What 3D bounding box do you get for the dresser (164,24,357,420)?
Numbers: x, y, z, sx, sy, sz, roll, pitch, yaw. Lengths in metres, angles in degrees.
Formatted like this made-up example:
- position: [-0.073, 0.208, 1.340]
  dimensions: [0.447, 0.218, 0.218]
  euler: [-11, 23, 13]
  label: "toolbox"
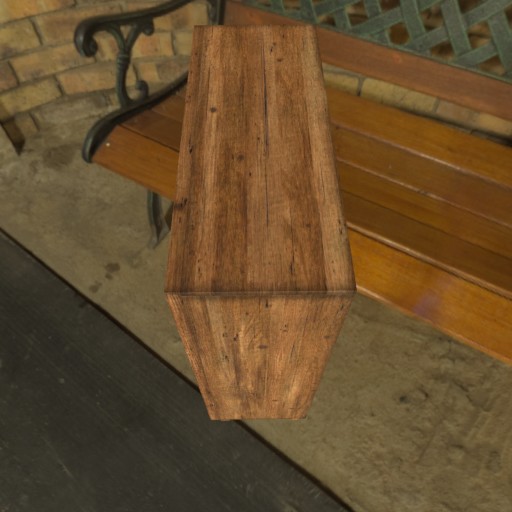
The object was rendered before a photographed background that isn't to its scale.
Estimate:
- position: [0.000, 0.000, 1.847]
  dimensions: [0.438, 1.359, 1.067]
  euler: [-1, 57, 0]
  label: "dresser"
